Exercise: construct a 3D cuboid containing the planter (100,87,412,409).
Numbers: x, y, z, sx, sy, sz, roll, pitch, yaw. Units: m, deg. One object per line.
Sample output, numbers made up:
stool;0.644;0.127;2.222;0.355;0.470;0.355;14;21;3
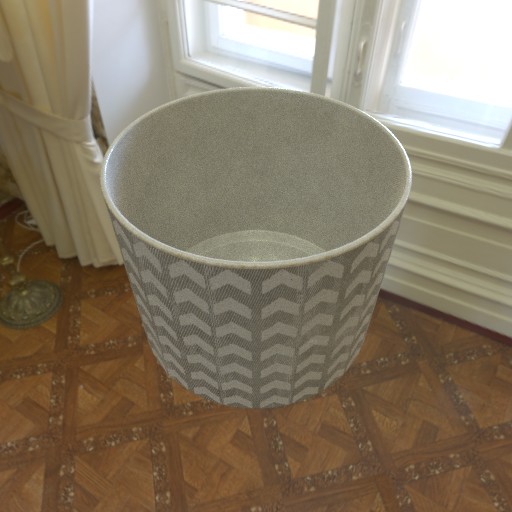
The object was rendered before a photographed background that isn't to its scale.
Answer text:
planter;0.000;0.000;0.450;0.250;0.239;0.250;0;46;0
